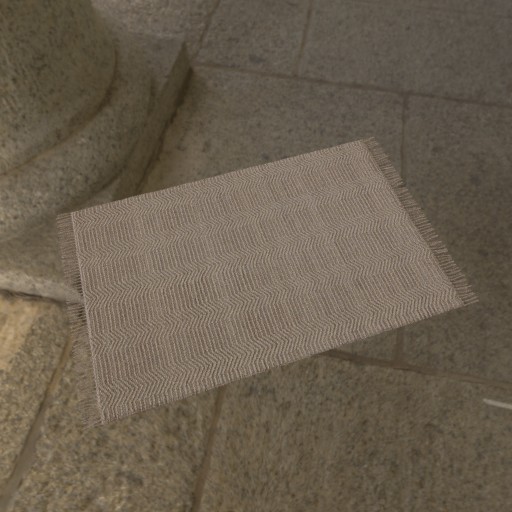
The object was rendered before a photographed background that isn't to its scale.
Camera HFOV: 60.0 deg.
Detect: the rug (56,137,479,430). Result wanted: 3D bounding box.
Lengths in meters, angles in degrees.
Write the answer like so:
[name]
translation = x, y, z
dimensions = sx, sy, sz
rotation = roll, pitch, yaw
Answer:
[rug]
translation = 0.000, 0.000, 2.989
dimensions = 2.523, 0.034, 1.528
rotation = -16, 60, -9
